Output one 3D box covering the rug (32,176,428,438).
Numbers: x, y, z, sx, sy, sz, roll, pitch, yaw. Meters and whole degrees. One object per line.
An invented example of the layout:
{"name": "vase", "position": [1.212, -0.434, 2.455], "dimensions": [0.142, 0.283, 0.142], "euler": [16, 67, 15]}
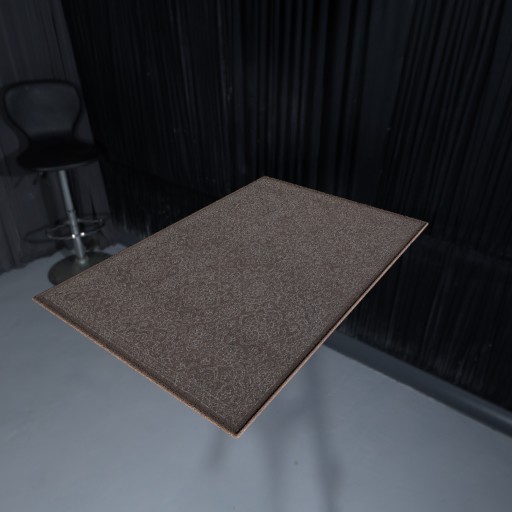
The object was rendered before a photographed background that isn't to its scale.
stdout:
{"name": "rug", "position": [0.000, 0.000, 2.940], "dimensions": [1.524, 0.011, 2.286], "euler": [22, 39, 30]}
